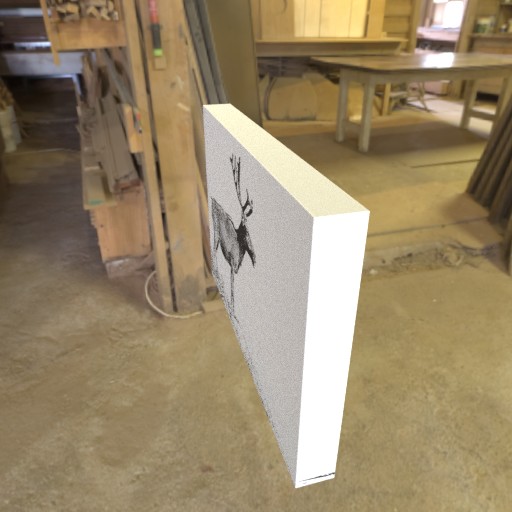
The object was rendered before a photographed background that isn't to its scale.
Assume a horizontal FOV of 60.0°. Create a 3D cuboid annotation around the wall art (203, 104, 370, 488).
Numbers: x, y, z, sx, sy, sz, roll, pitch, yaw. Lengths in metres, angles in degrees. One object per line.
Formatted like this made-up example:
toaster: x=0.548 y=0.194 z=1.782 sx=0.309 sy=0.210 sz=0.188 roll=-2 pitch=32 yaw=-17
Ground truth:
wall art: x=0.000 y=0.000 z=0.492 sx=0.038 sy=0.259 sz=0.381 roll=-8 pitch=30 yaw=-14
